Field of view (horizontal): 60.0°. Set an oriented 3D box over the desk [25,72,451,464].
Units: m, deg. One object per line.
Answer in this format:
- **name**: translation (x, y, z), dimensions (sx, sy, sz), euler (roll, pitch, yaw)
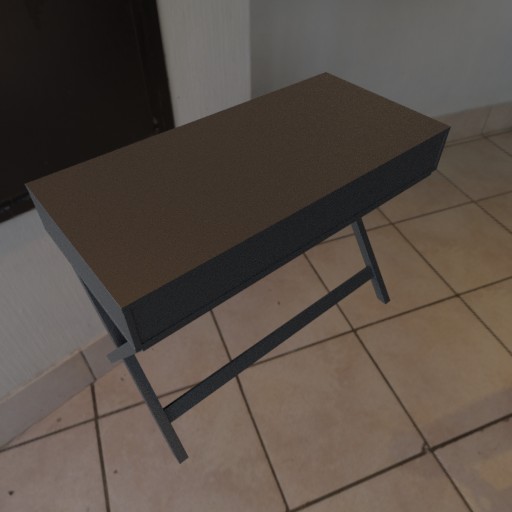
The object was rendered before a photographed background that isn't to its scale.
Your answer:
- **desk**: translation (0.000, 0.000, 1.464), dimensions (1.057, 0.780, 0.504), euler (-30, 52, -27)
